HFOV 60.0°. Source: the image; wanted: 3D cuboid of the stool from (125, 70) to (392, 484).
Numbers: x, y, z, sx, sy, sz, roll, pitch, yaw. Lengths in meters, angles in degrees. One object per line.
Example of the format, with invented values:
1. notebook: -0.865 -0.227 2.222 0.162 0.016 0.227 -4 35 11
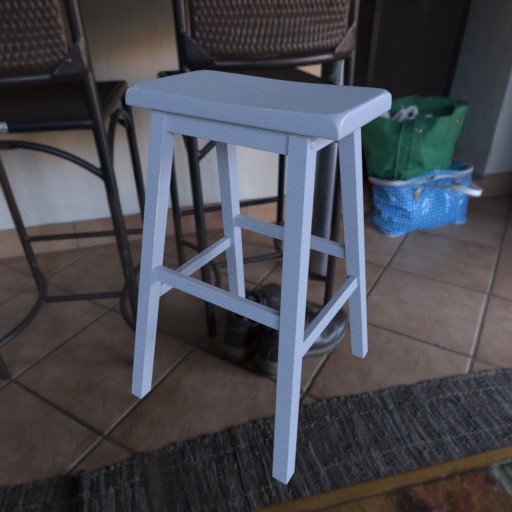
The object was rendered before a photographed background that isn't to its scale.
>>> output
1. stool: 0.000 0.000 1.019 0.457 0.737 0.476 18 36 28
